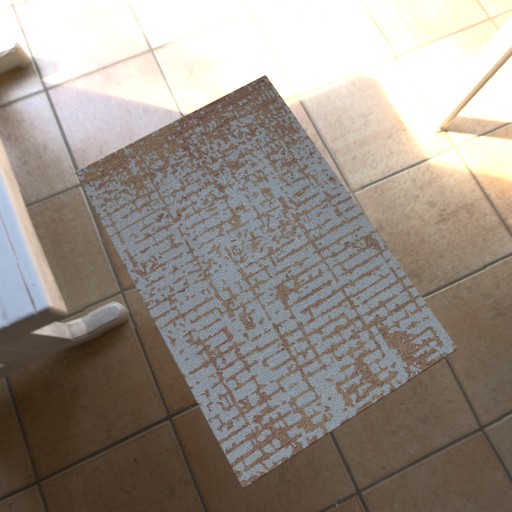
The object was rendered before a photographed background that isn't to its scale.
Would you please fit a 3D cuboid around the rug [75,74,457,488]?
[{"bbox_3d":[0.000,0.000,2.300,1.219,0.011,1.829,-30,77,-8],"label":"rug"}]
